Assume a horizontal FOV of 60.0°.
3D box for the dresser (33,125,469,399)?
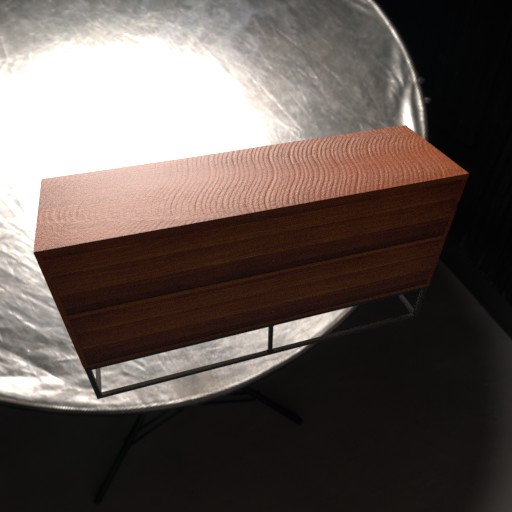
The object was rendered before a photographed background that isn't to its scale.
[{"bbox_3d":[0.000,0.000,1.926,1.536,0.810,0.464,-12,42,-13],"label":"dresser"}]
